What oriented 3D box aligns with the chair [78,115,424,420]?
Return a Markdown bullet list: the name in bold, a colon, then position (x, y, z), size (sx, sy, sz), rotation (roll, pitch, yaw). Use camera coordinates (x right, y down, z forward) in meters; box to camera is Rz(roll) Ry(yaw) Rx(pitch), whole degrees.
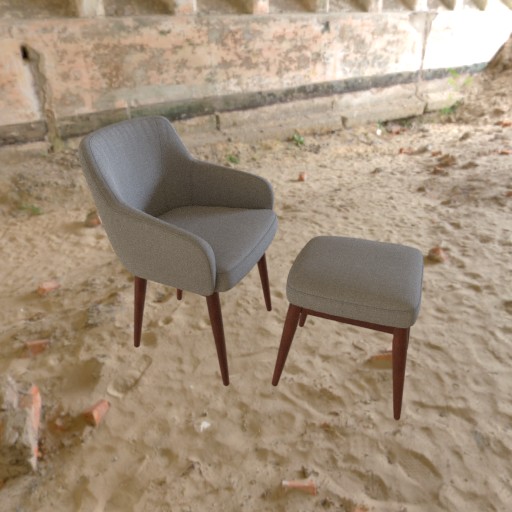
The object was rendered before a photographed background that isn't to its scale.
- **chair**: position (0.000, 0.000, 1.525), size (1.107, 0.799, 0.584), rotation (10, 31, 18)
